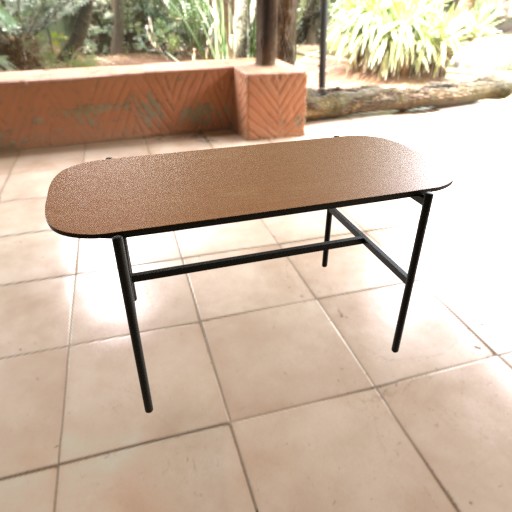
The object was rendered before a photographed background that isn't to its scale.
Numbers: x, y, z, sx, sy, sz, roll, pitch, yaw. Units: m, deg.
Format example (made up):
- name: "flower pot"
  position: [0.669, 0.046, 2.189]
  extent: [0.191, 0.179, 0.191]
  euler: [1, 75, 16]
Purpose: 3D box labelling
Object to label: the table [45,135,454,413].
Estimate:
- name: "table"
  position: [0.000, 0.000, 1.015]
  extent: [0.800, 0.400, 0.400]
  euler: [-9, 33, -15]
